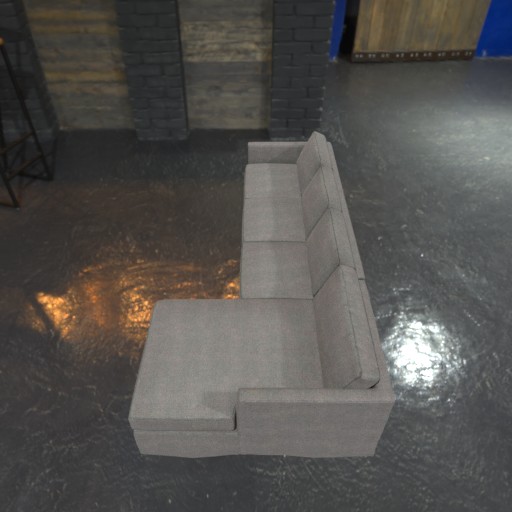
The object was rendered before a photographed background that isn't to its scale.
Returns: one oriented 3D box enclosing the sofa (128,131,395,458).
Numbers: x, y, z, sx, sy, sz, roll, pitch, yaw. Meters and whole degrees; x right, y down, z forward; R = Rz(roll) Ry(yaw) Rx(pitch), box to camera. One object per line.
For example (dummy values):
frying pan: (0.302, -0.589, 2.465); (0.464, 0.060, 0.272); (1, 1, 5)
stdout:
sofa: (0.000, 0.000, 3.916); (1.650, 0.922, 3.205); (0, 42, 0)
